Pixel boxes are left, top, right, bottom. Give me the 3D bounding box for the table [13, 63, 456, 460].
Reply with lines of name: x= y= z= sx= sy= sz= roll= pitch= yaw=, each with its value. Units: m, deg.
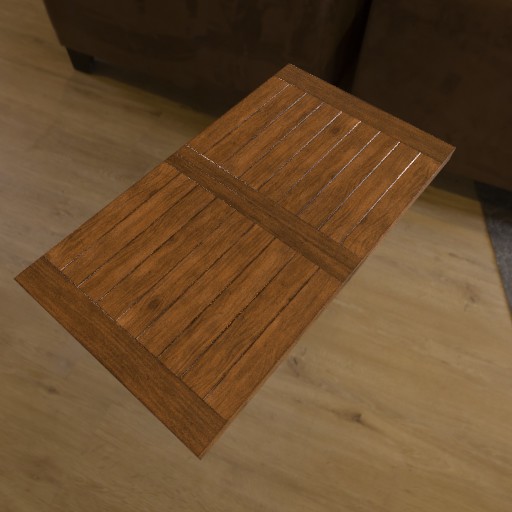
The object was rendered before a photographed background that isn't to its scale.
table: x=0.000 y=0.000 z=2.109 sx=0.931 sy=0.757 sz=1.641 roll=35 pitch=65 yaw=20
